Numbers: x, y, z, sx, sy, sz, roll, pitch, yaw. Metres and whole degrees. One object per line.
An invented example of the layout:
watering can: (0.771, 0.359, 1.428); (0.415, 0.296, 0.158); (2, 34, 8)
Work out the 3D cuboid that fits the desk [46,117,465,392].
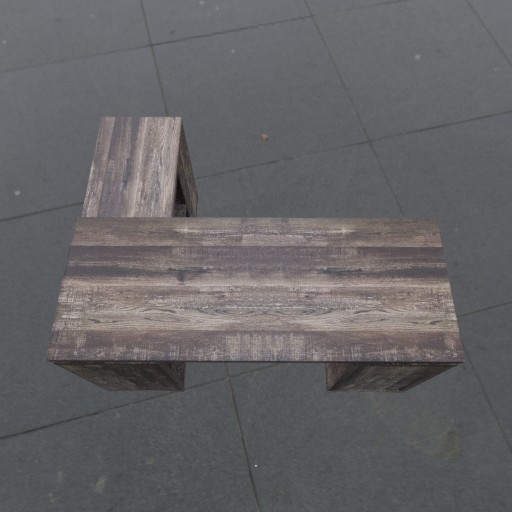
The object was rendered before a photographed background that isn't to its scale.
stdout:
desk: (0.000, 0.000, 2.209); (1.524, 0.753, 1.200); (0, 65, 0)
